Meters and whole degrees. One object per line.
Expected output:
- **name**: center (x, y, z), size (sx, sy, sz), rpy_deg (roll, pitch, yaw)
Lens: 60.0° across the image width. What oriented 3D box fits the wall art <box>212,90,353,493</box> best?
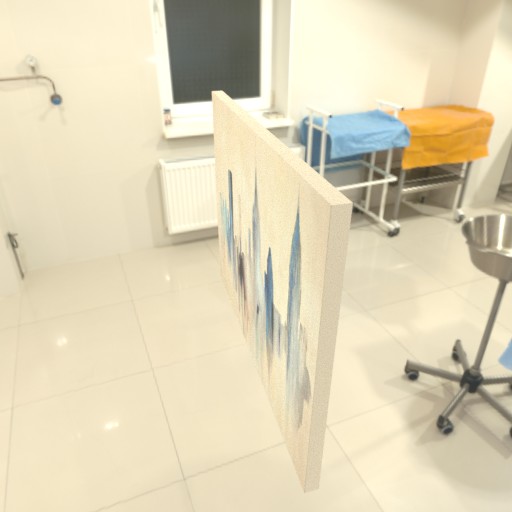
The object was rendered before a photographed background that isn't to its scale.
- **wall art**: center (0.000, 0.000, 1.316), size (0.038, 0.762, 1.016), rpy_deg (-8, 31, -13)
